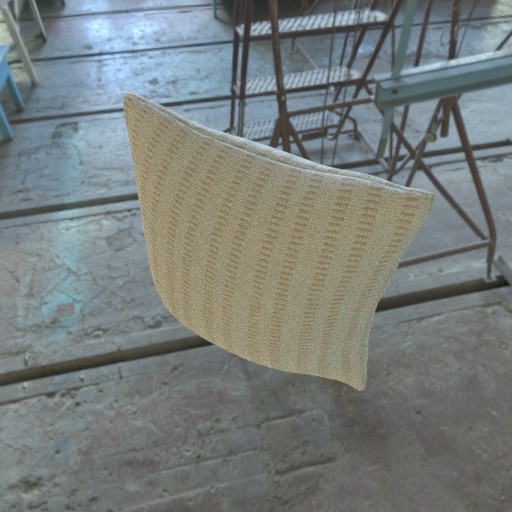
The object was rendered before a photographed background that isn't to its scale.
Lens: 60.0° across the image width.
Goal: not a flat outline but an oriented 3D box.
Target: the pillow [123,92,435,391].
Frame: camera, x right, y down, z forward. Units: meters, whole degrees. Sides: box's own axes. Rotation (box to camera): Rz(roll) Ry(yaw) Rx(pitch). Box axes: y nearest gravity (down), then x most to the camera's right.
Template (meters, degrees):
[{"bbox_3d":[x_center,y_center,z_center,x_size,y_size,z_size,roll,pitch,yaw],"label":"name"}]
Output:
[{"bbox_3d":[0.000,0.000,0.684,0.438,0.419,0.247,24,51,21],"label":"pillow"}]
